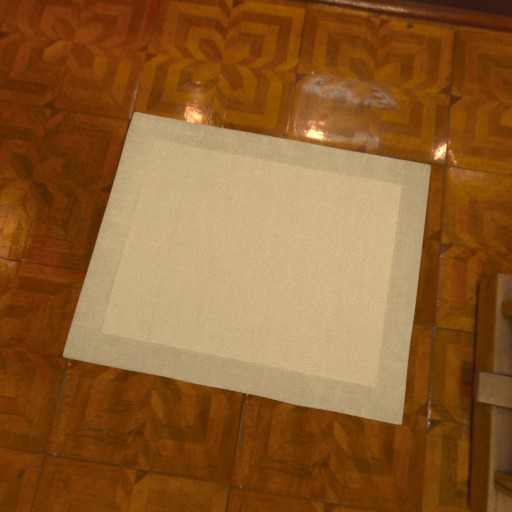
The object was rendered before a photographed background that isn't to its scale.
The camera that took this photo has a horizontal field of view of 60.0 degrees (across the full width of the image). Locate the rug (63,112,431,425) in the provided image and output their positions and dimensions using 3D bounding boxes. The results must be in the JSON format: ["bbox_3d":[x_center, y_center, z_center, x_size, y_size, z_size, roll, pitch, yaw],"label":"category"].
[{"bbox_3d":[0.000,0.000,4.076,2.976,0.018,2.430,11,77,3],"label":"rug"}]
